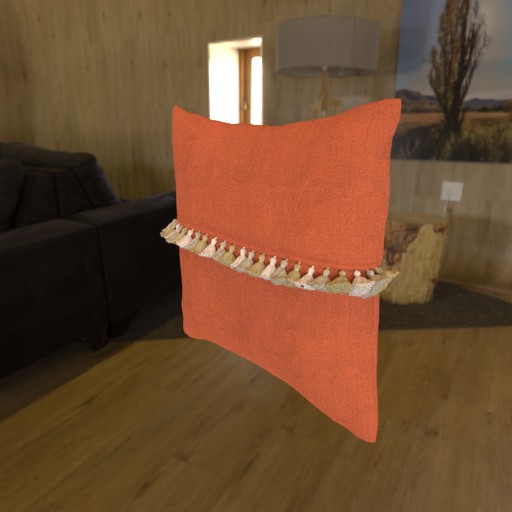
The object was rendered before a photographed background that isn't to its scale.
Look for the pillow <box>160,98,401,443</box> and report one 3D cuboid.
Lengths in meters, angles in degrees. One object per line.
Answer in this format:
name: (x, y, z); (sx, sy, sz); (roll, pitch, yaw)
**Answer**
pillow: (0.000, 0.000, 0.735); (0.165, 0.482, 0.490); (-16, 24, -41)
